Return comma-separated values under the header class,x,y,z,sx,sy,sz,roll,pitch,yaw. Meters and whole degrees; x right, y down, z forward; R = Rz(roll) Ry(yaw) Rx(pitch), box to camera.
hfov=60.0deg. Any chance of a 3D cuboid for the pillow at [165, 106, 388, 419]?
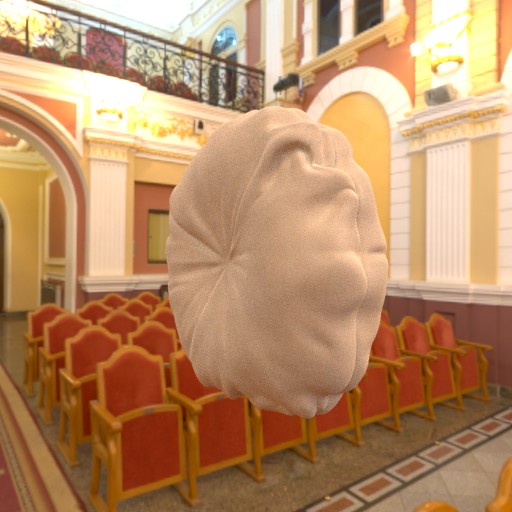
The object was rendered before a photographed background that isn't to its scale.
class,x,y,z,sx,sy,sz,roll,pitch,yaw
pillow,0.000,0.000,0.631,0.148,0.407,0.428,0,0,-35
